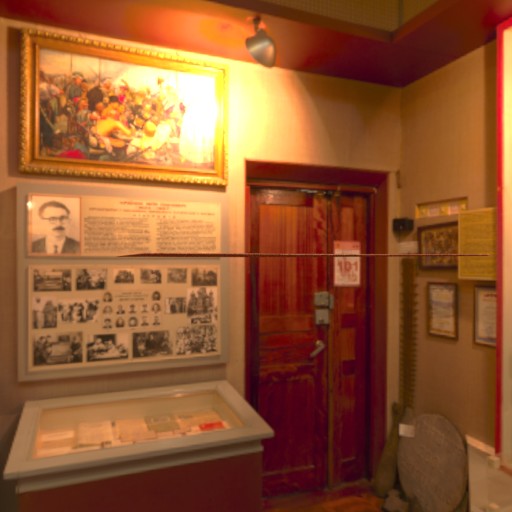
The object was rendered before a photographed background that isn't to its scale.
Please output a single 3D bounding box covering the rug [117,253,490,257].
[{"bbox_3d":[0.000,0.000,2.791,1.594,0.009,2.112,0,0,-20],"label":"rug"}]
